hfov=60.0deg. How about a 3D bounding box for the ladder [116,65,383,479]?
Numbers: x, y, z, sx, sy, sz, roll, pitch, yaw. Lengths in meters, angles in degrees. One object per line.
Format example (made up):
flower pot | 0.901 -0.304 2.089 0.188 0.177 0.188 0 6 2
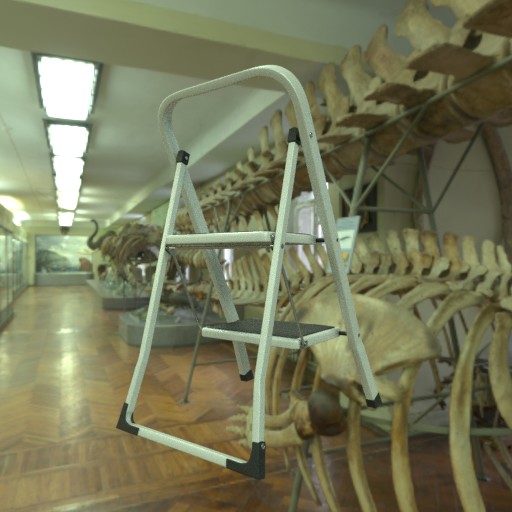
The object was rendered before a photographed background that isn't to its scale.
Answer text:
ladder | 0.000 0.000 1.127 0.460 0.810 0.544 0 0 36
